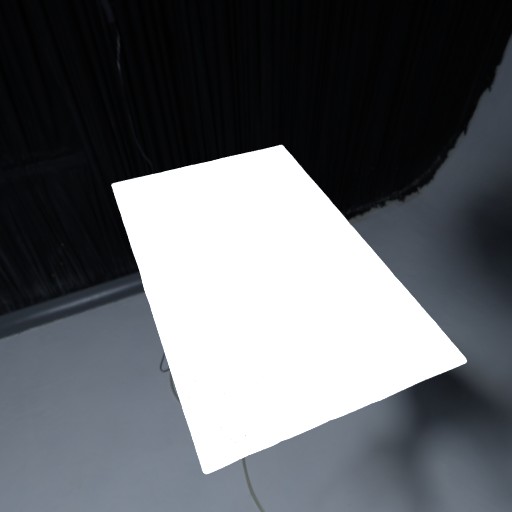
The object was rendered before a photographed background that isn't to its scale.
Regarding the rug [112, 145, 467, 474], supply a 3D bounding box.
[{"bbox_3d":[0.000,0.000,3.044,1.546,0.010,2.442,-17,48,-16],"label":"rug"}]
